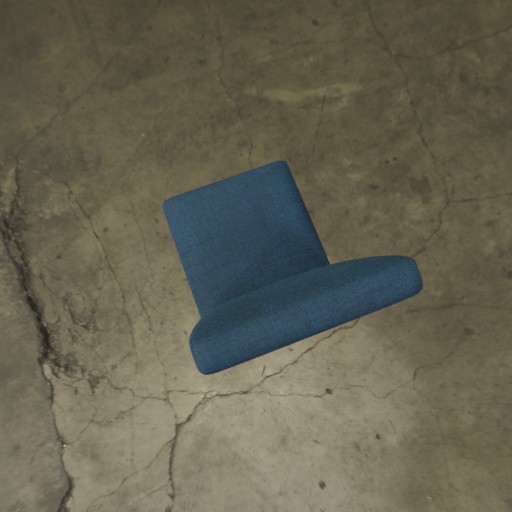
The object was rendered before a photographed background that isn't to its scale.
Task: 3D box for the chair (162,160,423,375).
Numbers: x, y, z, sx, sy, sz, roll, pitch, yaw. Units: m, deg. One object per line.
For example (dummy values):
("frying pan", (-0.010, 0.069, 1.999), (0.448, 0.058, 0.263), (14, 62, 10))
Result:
("chair", (0.000, 0.000, 1.338), (0.450, 1.029, 0.610), (-20, 75, -6))
